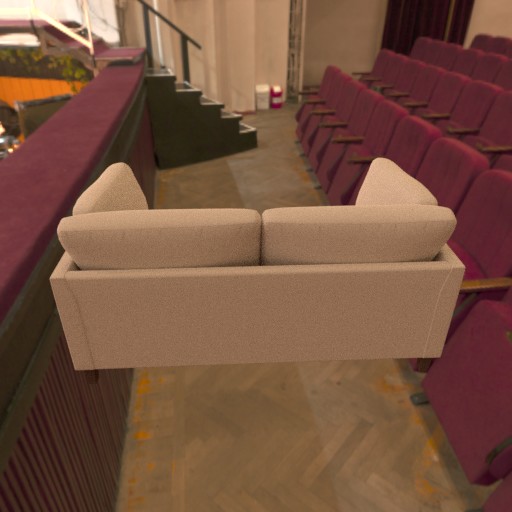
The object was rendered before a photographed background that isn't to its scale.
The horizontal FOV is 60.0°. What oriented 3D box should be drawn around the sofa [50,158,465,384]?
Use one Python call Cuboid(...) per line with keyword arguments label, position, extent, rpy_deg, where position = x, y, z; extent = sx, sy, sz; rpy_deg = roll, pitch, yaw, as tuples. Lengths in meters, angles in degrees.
Cuboid(label="sofa", position=(0.000, 0.000, 2.343), extent=(1.776, 0.836, 0.970), rpy_deg=(-1, 30, -2))
